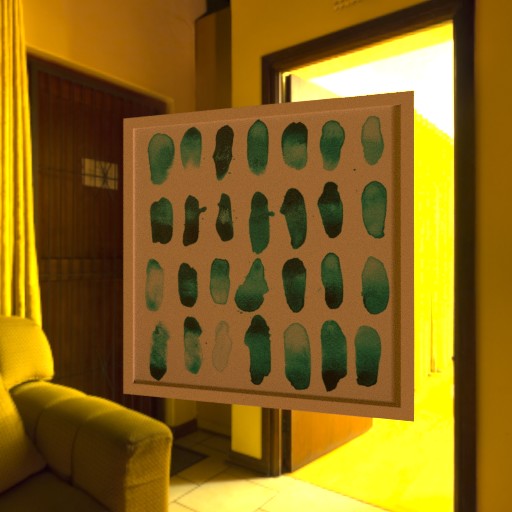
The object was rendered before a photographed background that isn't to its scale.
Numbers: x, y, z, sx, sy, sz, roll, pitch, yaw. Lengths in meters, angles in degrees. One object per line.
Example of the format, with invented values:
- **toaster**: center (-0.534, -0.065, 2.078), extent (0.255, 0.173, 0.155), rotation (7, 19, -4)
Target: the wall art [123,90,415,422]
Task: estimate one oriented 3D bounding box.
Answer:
- **wall art**: center (0.000, 0.000, 0.677), extent (0.456, 0.457, 0.009), rotation (0, 0, 16)
